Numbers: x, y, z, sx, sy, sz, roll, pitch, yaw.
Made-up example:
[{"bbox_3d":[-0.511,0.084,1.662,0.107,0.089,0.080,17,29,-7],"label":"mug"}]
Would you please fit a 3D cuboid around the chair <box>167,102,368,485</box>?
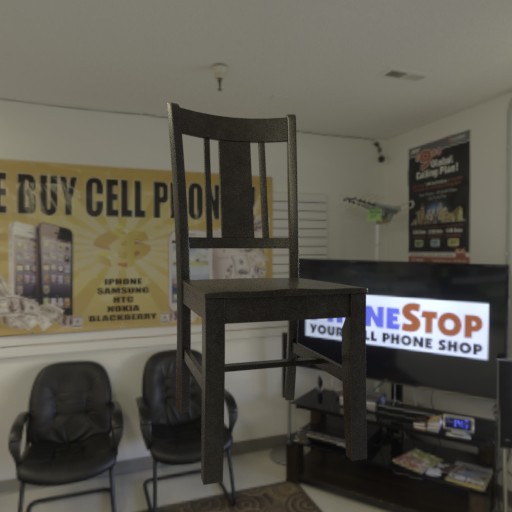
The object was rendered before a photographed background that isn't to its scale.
[{"bbox_3d":[0.000,0.000,1.283,0.450,0.998,0.555,0,1,-18],"label":"chair"}]
